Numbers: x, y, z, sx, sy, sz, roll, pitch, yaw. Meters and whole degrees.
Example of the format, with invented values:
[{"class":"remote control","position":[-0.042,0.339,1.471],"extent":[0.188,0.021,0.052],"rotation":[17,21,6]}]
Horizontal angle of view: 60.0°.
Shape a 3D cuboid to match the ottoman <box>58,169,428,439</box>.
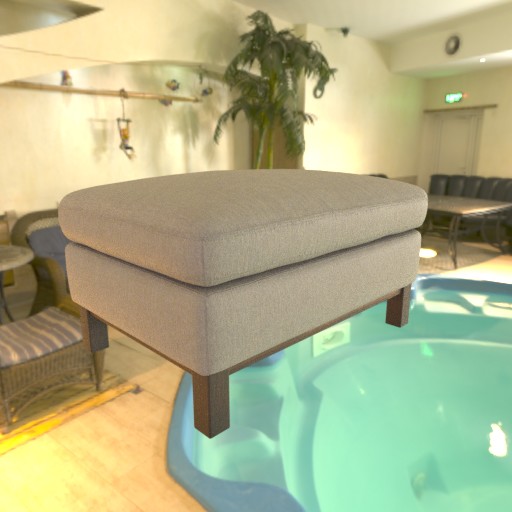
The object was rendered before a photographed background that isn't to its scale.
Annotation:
[{"class":"ottoman","position":[0.000,0.000,1.050],"extent":[0.735,0.404,0.528],"rotation":[-14,20,-43]}]
